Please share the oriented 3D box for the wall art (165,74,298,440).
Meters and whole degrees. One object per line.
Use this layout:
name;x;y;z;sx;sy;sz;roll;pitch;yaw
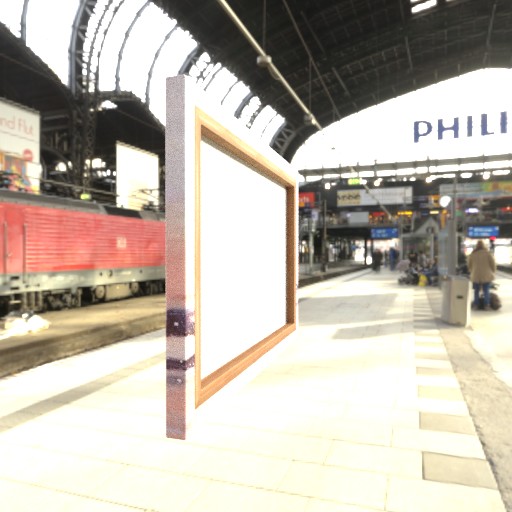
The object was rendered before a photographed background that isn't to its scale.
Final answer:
wall art;0.000;0.000;1.175;0.038;0.609;0.913;0;0;17
